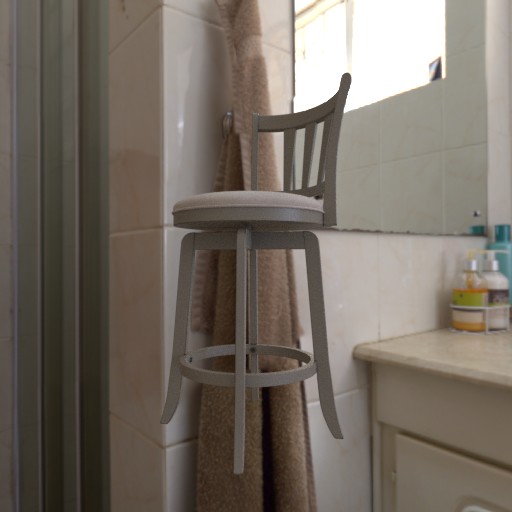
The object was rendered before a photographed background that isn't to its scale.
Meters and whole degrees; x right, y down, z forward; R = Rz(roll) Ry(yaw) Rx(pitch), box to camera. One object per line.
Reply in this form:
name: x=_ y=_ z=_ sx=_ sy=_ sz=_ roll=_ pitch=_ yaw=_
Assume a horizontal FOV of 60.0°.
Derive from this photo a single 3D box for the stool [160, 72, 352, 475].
stool: x=0.000 y=0.000 z=1.285 sx=0.486 sy=0.994 sz=0.450 roll=0 pitch=0 yaw=-37
